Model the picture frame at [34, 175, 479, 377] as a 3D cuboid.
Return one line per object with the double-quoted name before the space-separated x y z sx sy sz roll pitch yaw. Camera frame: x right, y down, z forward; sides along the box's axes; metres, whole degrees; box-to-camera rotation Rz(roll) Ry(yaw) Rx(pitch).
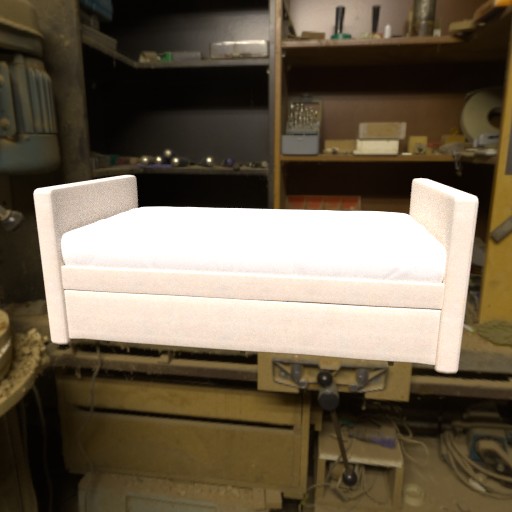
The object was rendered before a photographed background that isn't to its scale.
"picture frame" 0.000 0.000 2.723 2.161 0.891 1.069 2 14 9
